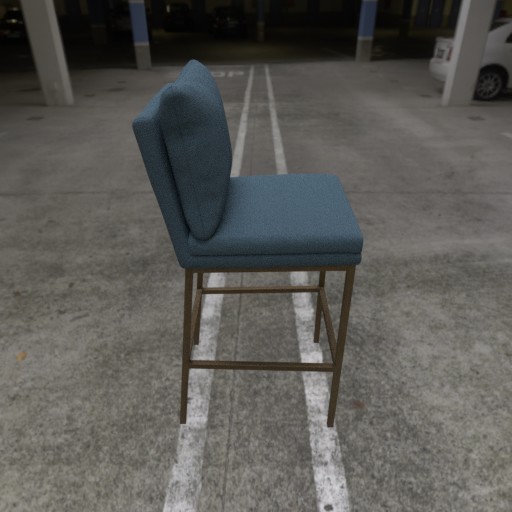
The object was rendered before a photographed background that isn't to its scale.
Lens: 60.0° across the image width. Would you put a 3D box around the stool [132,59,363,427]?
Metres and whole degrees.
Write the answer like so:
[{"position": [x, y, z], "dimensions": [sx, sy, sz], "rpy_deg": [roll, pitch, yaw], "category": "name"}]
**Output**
[{"position": [0.000, 0.000, 1.434], "dimensions": [0.568, 1.124, 0.463], "rpy_deg": [0, 32, 0], "category": "stool"}]
